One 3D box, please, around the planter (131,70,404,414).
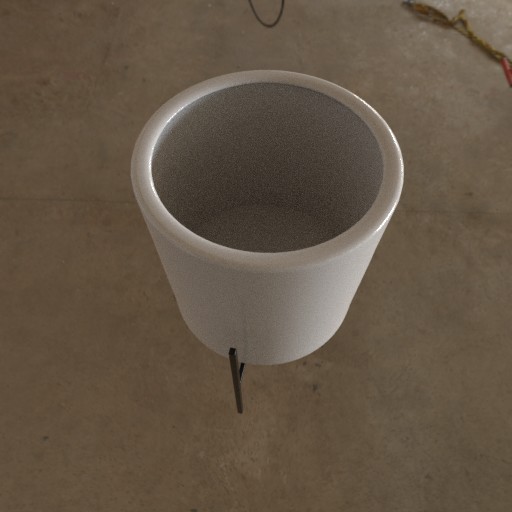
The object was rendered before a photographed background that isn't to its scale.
[{"bbox_3d":[0.000,0.000,0.643,0.308,0.431,0.307,34,64,19],"label":"planter"}]
